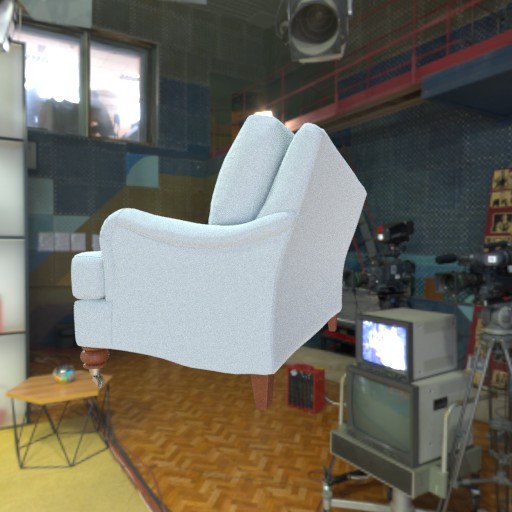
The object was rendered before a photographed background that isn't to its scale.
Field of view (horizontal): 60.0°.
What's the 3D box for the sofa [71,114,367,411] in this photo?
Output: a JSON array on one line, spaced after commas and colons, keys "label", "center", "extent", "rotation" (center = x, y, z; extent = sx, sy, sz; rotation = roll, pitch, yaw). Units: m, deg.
[{"label": "sofa", "center": [0.000, 0.000, 2.523], "extent": [1.084, 1.101, 1.853], "rotation": [0, 1, 19]}]
